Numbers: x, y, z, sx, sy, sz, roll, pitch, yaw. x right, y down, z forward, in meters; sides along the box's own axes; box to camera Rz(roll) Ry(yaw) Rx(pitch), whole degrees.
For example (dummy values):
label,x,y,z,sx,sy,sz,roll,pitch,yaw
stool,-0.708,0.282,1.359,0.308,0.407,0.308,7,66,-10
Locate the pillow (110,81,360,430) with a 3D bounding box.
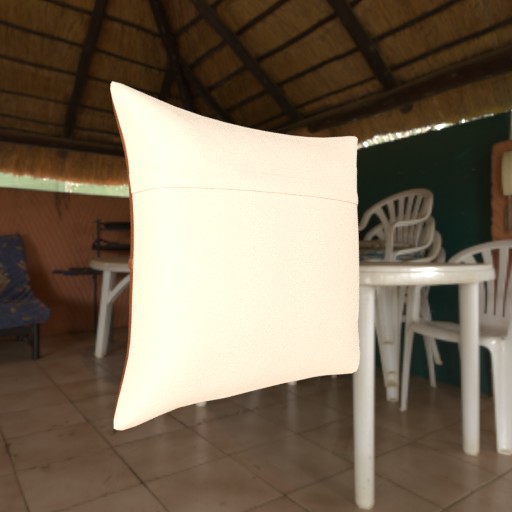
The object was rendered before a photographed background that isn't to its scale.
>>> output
label,x,y,z,sx,sy,sz,roll,pitch,yaw
pillow,0.000,0.000,0.755,0.501,0.477,0.192,0,1,-37
